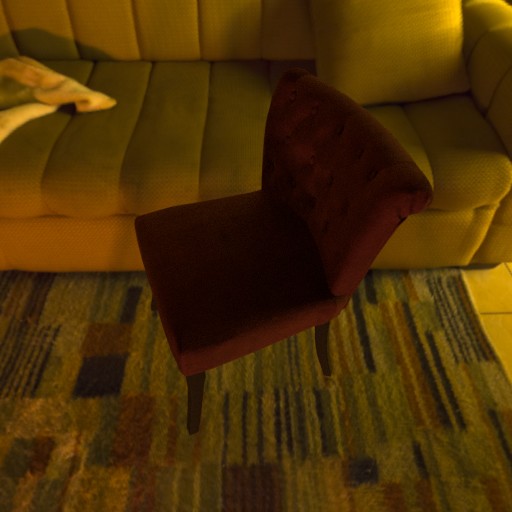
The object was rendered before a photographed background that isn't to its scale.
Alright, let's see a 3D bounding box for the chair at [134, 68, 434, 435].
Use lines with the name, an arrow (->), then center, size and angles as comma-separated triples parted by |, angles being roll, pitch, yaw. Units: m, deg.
chair -> 0.000, 0.000, 1.211 | 0.605, 0.750, 0.582 | -16, 48, -15
